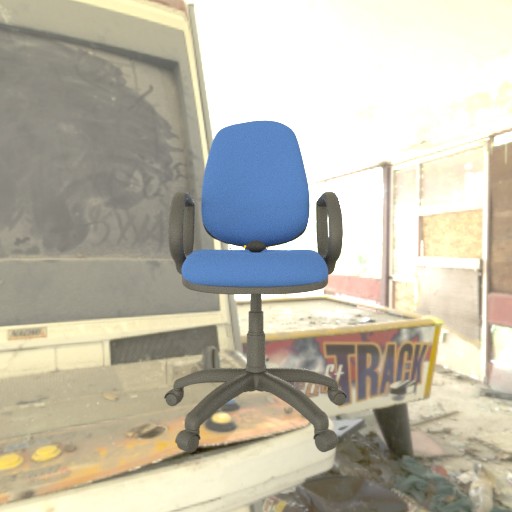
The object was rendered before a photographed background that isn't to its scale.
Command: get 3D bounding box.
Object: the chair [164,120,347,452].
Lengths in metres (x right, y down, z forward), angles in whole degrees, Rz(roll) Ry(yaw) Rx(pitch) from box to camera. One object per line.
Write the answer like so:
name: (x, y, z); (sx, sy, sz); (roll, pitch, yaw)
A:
chair: (0.000, 0.000, 1.278); (0.552, 0.905, 0.549); (0, 1, 0)
